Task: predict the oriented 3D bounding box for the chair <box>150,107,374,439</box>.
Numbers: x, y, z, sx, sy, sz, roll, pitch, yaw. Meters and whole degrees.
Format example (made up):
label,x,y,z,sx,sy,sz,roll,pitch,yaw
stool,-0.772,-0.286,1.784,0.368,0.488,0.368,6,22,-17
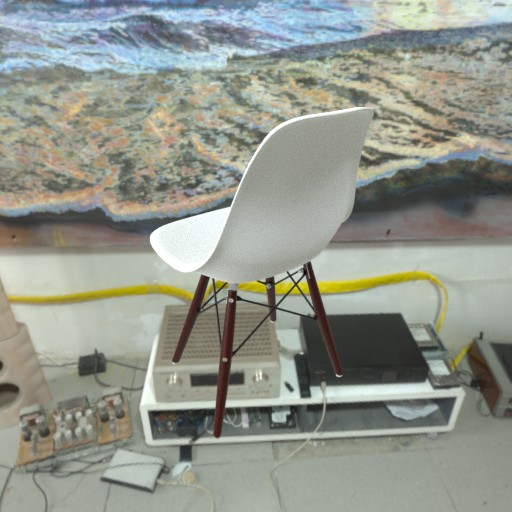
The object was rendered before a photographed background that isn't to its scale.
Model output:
label,x,y,z,sx,sy,sz,roll,pitch,yaw
chair,0.000,0.000,1.161,0.470,0.826,0.533,-18,35,-29
